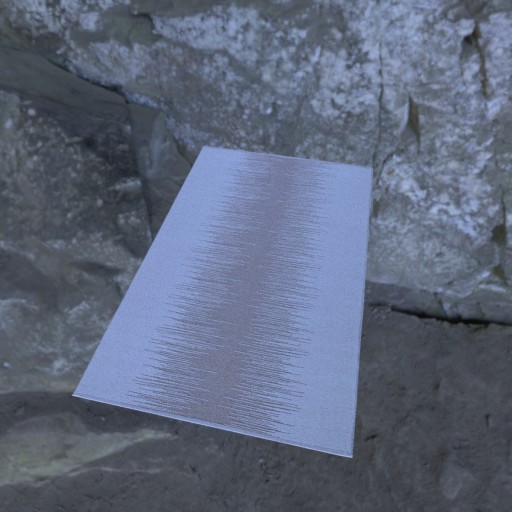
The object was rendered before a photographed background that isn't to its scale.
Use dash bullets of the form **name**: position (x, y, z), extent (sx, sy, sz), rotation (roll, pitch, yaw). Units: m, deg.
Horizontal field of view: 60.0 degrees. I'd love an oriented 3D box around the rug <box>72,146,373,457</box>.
- **rug**: position (0.000, 0.000, 3.108), extent (1.522, 0.012, 2.440), rotation (9, 48, 8)
